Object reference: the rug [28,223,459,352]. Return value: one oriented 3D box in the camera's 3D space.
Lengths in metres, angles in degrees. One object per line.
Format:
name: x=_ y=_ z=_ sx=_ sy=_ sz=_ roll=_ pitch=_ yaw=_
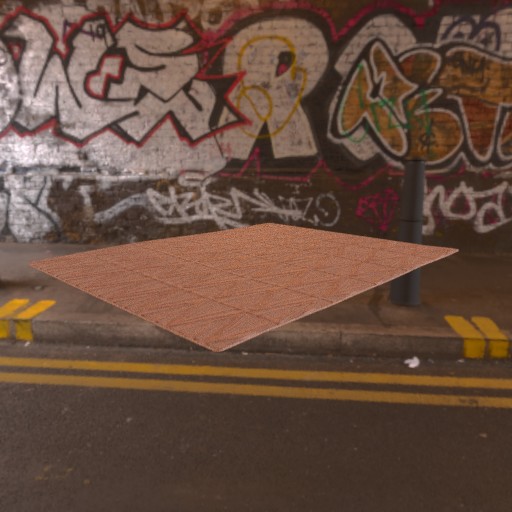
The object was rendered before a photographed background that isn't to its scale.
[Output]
rug: x=0.000 y=0.000 z=3.982 sx=2.453 sy=0.043 sz=3.052 roll=12 pitch=18 yaw=43
